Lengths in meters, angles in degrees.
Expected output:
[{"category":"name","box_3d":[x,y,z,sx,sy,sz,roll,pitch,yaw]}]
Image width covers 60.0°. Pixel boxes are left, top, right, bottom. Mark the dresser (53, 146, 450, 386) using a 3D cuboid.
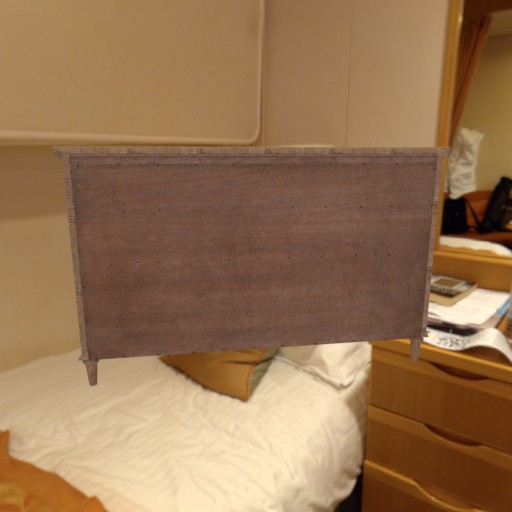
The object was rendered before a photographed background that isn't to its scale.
[{"category":"dresser","box_3d":[0.000,0.000,2.134,1.626,1.016,0.457,-2,13,-9]}]
